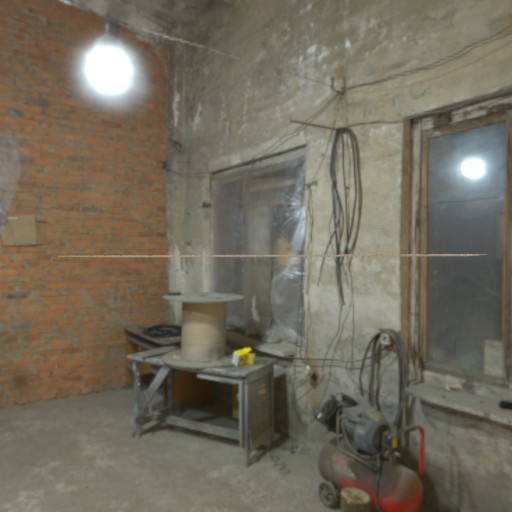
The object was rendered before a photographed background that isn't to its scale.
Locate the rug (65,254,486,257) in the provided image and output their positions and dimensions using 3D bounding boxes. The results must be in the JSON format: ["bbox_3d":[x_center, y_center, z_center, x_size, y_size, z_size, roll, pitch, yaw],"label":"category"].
[{"bbox_3d":[0.000,0.000,2.744,2.464,0.005,0.660,0,-1,18],"label":"rug"}]
